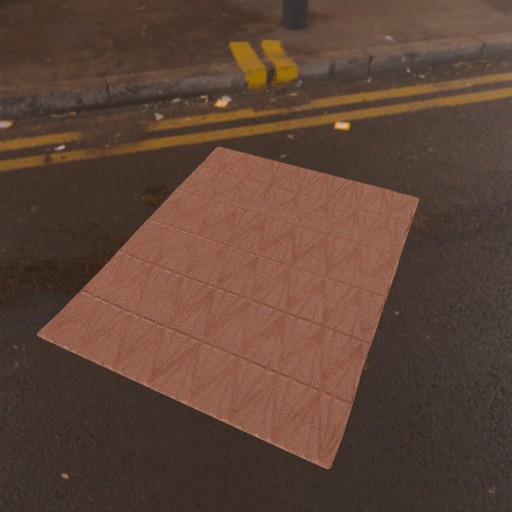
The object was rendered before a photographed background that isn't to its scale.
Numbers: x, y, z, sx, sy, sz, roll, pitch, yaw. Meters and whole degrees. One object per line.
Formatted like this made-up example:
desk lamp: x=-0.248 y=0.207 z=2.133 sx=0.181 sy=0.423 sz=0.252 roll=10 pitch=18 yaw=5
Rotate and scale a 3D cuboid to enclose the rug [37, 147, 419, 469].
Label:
rug: x=0.000 y=0.000 z=4.129 sx=2.453 sy=0.043 sz=3.052 roll=18 pitch=48 yaw=17
